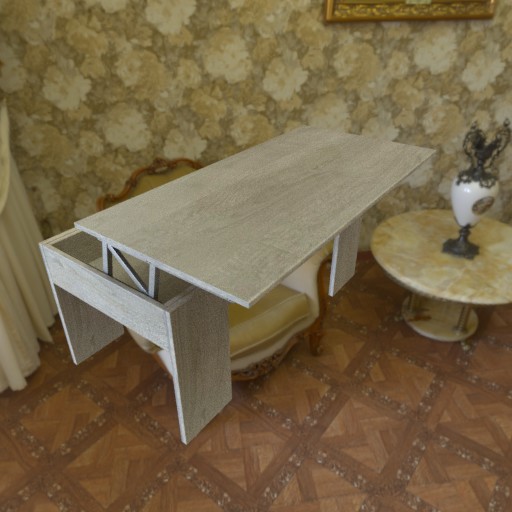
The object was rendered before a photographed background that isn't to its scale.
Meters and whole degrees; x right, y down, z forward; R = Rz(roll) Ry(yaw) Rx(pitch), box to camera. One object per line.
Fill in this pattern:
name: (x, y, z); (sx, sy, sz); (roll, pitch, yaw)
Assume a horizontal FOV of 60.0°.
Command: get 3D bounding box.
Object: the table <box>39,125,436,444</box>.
table: (0.000, 0.000, 1.418); (0.711, 0.570, 1.000); (21, 37, 30)
